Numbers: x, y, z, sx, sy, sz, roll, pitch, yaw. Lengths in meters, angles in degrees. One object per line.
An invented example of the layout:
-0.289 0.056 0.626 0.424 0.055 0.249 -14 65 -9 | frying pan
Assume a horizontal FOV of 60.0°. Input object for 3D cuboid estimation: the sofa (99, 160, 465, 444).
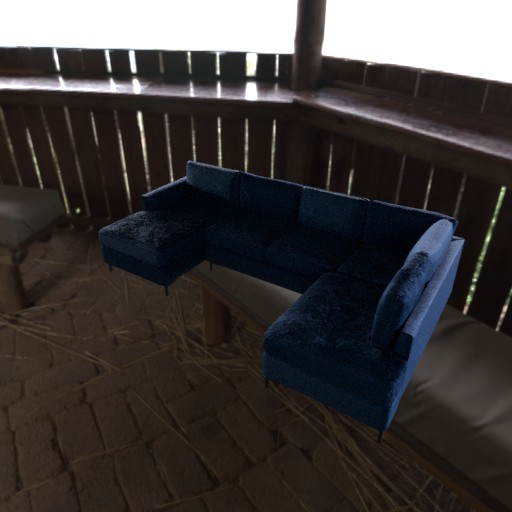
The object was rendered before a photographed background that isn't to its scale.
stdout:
0.000 0.000 4.358 3.434 0.992 2.055 18 34 29 | sofa
